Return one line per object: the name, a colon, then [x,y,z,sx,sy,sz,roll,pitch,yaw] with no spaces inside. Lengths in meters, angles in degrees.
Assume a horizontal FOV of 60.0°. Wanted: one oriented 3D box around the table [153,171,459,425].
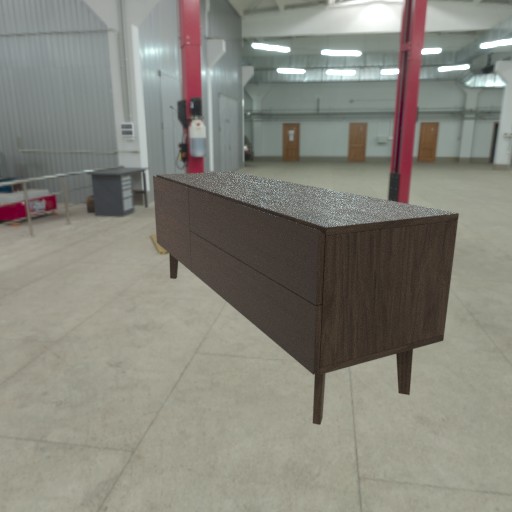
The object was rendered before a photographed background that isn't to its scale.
table: [0.000,0.000,1.655,0.405,0.508,1.397,-7,17,-25]
